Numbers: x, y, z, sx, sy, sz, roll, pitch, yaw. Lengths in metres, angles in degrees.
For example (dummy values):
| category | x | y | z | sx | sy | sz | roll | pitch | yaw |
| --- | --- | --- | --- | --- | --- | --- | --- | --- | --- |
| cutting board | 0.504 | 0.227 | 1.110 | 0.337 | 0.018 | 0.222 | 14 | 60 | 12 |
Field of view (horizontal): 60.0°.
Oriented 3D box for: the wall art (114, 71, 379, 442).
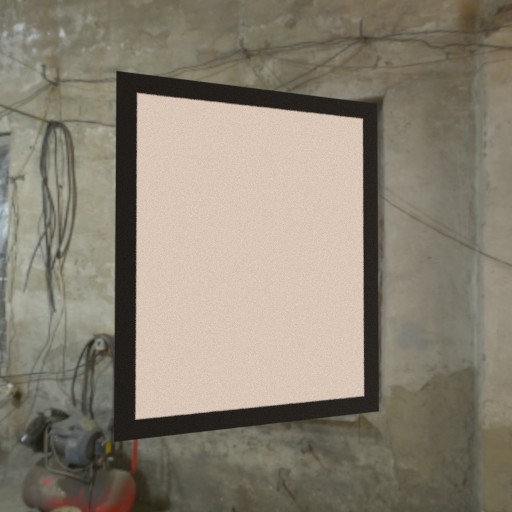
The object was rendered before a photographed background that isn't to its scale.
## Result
| category | x | y | z | sx | sy | sz | roll | pitch | yaw |
| --- | --- | --- | --- | --- | --- | --- | --- | --- | --- |
| wall art | 0.000 | 0.000 | 0.543 | 0.329 | 0.404 | 0.024 | 0 | -1 | -18 |
